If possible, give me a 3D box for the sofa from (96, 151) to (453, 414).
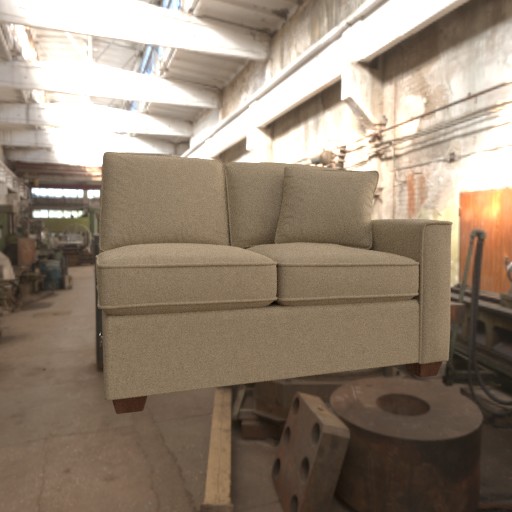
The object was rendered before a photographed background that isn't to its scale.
[{"bbox_3d":[0.000,0.000,2.033,1.388,0.989,0.991,-1,2,-19],"label":"sofa"}]
